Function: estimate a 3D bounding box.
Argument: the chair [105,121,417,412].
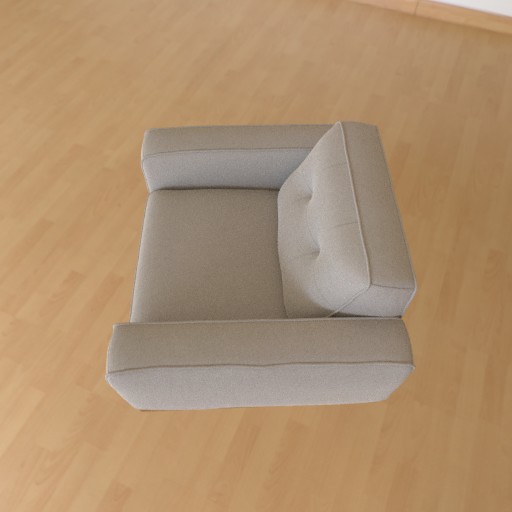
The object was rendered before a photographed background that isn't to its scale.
[{"bbox_3d":[0.000,0.000,1.756,0.953,0.779,1.115,-1,57,-1],"label":"chair"}]
